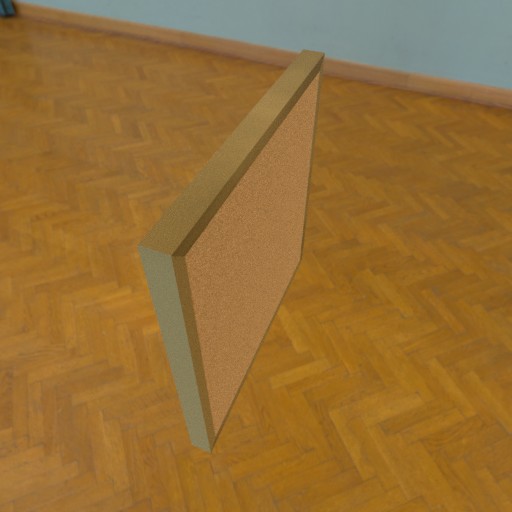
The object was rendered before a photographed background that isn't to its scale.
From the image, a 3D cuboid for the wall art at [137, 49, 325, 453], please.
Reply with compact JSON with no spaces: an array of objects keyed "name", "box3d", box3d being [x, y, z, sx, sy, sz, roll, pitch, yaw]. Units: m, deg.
[{"name":"wall art","box3d":[0.000,0.000,0.769,0.038,0.508,0.507,17,49,15]}]
